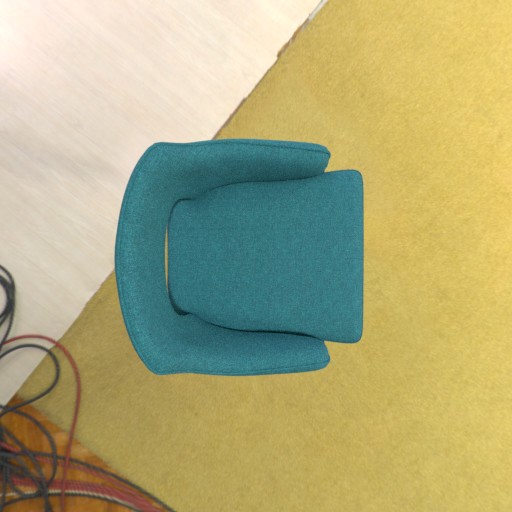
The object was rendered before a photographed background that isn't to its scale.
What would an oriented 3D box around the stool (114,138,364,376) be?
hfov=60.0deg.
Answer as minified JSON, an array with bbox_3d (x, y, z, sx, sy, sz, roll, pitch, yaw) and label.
[{"bbox_3d":[0.000,0.000,1.295,0.556,0.961,0.548,0,91,-1],"label":"stool"}]
